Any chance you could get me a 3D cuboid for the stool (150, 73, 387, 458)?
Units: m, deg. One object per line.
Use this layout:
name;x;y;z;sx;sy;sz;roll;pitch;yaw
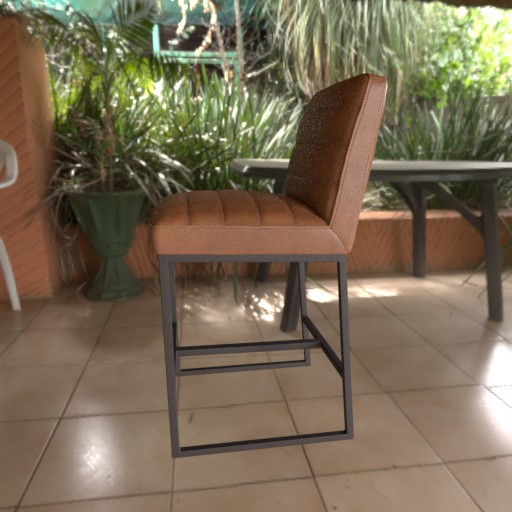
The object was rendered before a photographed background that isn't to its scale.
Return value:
stool;0.000;0.000;1.268;0.556;0.940;0.458;-2;14;-9
